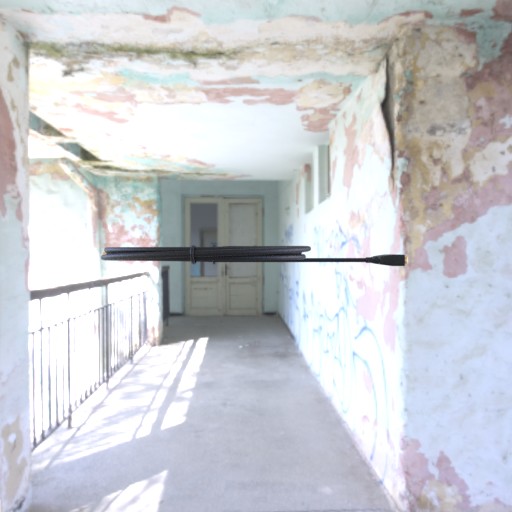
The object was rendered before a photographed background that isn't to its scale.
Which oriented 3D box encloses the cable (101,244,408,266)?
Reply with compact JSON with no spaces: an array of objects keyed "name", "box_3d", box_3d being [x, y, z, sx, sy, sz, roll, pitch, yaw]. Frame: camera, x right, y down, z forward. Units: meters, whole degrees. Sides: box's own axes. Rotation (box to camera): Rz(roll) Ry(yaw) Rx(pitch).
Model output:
[{"name":"cable","box_3d":[0.000,0.000,0.520,0.422,0.030,0.257,0,1,0]}]
